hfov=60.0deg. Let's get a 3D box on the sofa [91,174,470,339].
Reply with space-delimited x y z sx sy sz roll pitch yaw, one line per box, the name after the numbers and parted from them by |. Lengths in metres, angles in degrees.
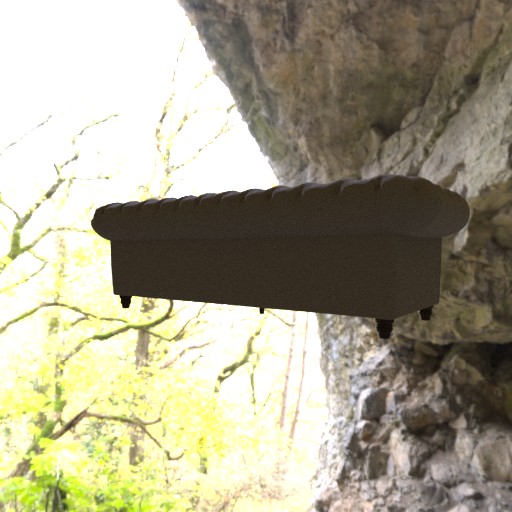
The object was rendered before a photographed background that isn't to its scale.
0.000 0.000 3.174 2.694 0.847 1.076 0 1 36 | sofa
